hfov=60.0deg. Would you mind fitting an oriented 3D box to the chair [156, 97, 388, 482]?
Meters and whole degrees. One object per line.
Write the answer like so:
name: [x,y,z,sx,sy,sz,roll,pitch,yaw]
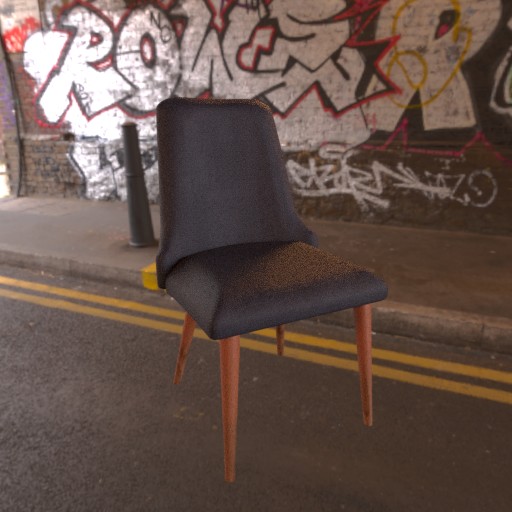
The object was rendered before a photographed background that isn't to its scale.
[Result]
chair: [0.000,0.000,1.183,0.504,0.820,0.567,-9,19,-27]
